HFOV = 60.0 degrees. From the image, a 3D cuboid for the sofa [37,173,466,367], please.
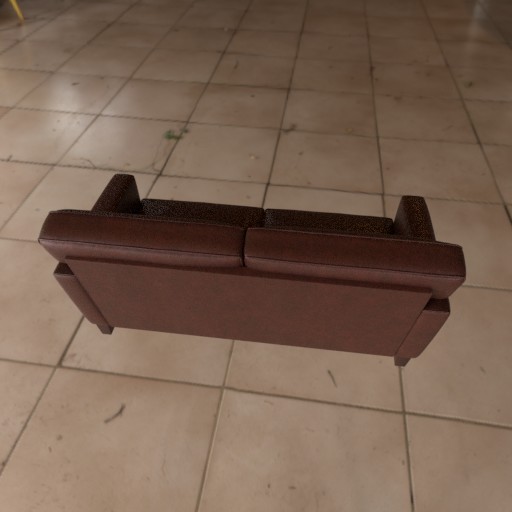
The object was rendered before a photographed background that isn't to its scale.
[{"bbox_3d":[0.000,0.000,2.404,1.876,0.928,0.912,5,45,5],"label":"sofa"}]
